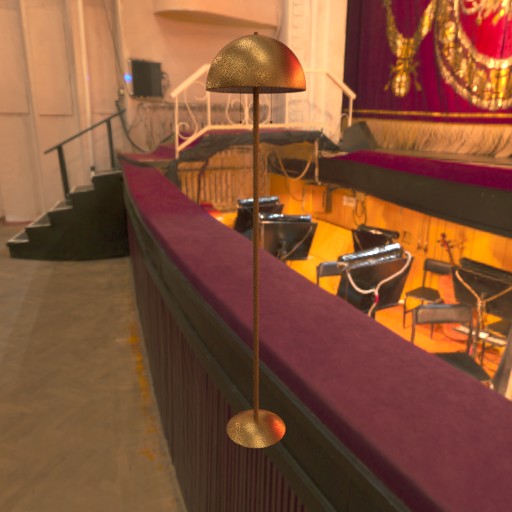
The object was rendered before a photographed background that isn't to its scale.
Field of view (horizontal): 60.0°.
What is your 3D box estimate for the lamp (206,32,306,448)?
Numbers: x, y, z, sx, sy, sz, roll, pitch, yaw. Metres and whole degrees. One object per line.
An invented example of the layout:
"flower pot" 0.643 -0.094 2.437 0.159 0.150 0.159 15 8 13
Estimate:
"lamp" 0.000 0.000 1.617 0.328 1.480 0.328 -8 19 -26
